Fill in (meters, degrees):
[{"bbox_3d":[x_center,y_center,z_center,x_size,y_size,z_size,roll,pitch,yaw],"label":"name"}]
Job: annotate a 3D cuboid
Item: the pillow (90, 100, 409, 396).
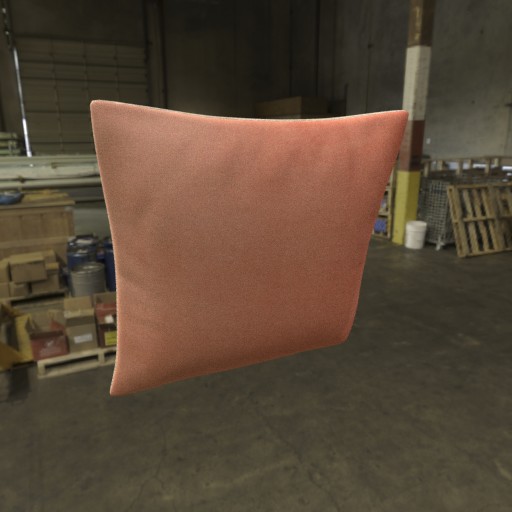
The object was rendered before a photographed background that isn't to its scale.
[{"bbox_3d":[0.000,0.000,0.634,0.424,0.401,0.177,-7,17,-25],"label":"pillow"}]
